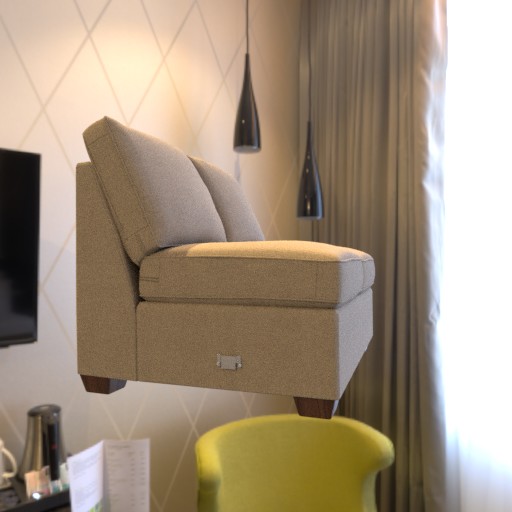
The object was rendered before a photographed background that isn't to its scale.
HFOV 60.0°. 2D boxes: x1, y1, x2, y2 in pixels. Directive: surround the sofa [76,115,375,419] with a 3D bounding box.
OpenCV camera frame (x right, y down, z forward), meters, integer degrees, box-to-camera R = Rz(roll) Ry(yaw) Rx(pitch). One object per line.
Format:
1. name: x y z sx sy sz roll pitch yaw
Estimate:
1. sofa: 0.000 0.000 2.027 0.978 1.006 1.232 0 -1 19
